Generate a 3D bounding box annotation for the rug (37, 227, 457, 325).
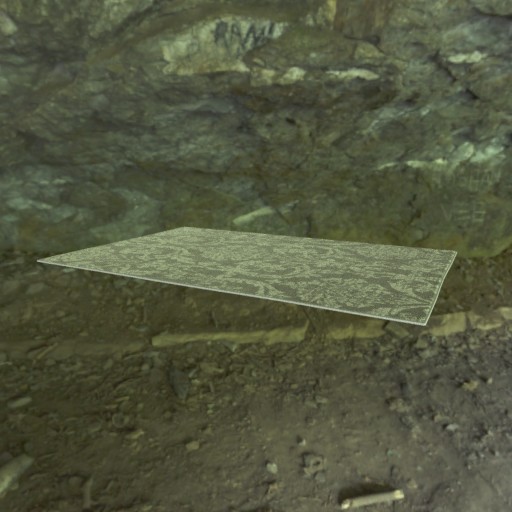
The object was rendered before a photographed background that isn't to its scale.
[{"bbox_3d":[0.000,0.000,2.298,1.824,0.012,1.206,7,14,27],"label":"rug"}]
